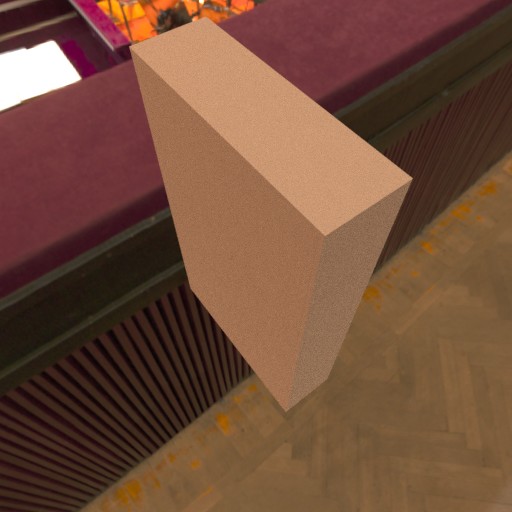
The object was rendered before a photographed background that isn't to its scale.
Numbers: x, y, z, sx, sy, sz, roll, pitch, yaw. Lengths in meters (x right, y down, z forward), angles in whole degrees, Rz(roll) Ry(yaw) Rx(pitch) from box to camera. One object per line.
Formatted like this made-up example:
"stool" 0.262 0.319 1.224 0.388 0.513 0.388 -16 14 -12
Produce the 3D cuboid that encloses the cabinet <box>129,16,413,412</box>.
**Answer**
"cabinet" 0.000 0.000 1.551 0.250 1.280 0.750 -32 62 -19
